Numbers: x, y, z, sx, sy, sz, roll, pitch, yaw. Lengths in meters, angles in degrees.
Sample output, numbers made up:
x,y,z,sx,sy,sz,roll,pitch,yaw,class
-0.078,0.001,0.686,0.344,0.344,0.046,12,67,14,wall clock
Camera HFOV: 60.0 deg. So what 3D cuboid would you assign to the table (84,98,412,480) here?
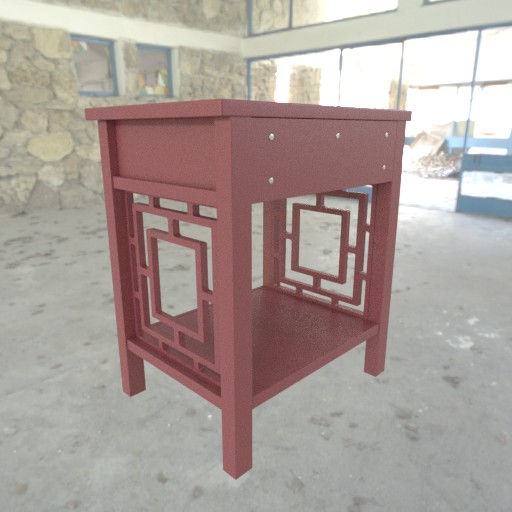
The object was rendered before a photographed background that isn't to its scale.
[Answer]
x,y,z,sx,sy,sz,roll,pitch,yaw,class
0.000,0.000,1.092,0.451,0.686,0.599,15,22,43,table
